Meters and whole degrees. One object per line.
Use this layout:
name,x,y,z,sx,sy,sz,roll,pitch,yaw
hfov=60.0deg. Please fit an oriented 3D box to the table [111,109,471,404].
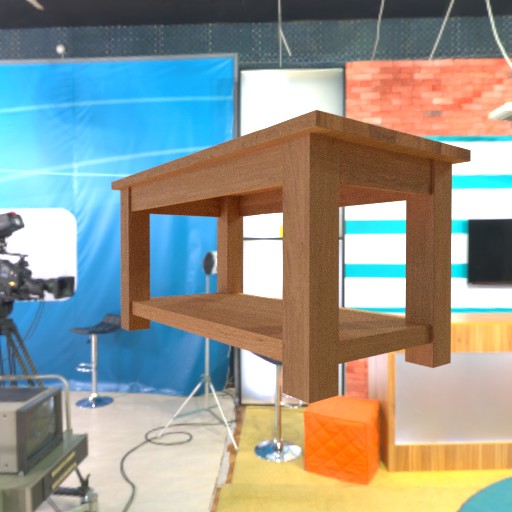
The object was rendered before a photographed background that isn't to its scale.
table,0.000,0.000,1.155,0.450,0.452,0.899,-1,1,-37
